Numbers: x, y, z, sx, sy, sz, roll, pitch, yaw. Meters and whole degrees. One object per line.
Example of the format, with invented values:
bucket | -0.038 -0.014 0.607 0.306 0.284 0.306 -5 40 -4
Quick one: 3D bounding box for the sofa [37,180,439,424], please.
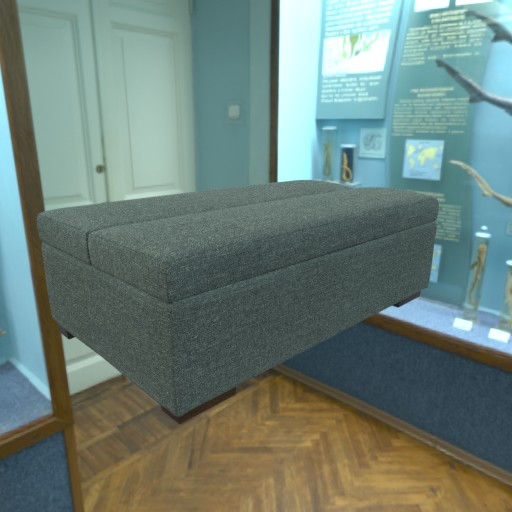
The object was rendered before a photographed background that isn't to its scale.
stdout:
sofa | 0.000 0.000 1.574 1.198 0.417 0.782 -15 22 -42
